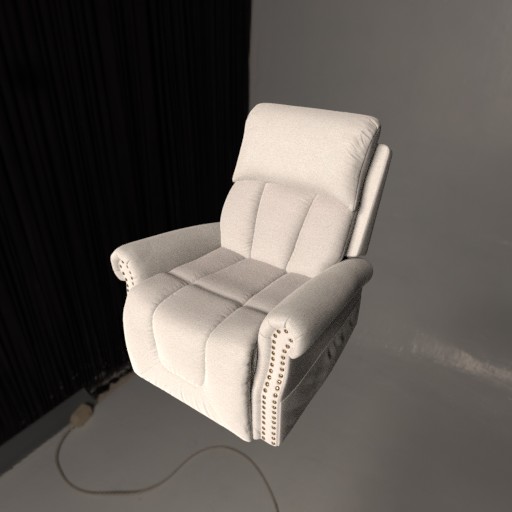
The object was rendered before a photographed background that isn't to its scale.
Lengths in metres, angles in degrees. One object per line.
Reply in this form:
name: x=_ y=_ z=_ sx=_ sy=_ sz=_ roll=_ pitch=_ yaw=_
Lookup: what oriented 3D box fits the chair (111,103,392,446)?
chair: x=0.000 y=0.000 z=1.790 sx=0.871 sy=1.031 sz=0.979 roll=19 pitch=34 yaw=30
